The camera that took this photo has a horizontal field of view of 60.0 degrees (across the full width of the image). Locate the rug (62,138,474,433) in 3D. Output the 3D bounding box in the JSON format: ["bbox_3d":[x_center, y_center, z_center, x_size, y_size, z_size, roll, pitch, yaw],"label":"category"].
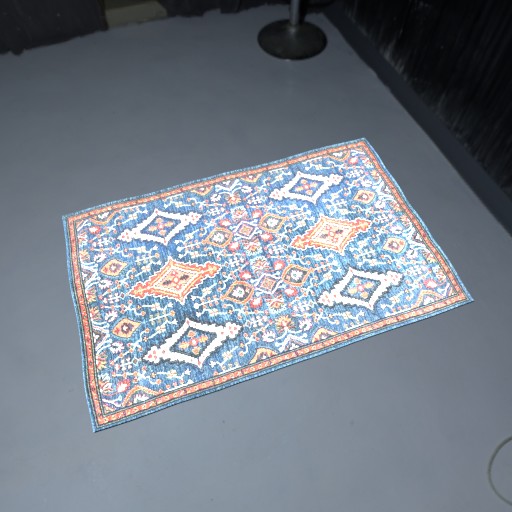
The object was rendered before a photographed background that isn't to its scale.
[{"bbox_3d":[0.000,0.000,2.284,1.847,0.014,1.195,-16,60,-10],"label":"rug"}]
